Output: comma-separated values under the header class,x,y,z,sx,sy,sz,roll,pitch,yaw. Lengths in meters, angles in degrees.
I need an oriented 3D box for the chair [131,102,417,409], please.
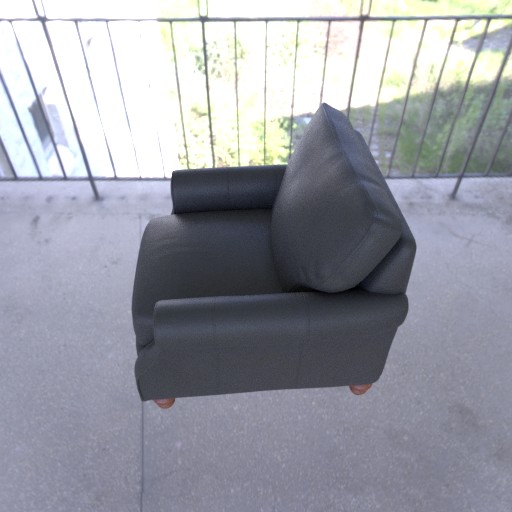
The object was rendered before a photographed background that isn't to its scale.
class,x,y,z,sx,sy,sz,roll,pitch,yaw
chair,0.000,0.000,1.804,1.027,0.960,1.015,1,42,1
